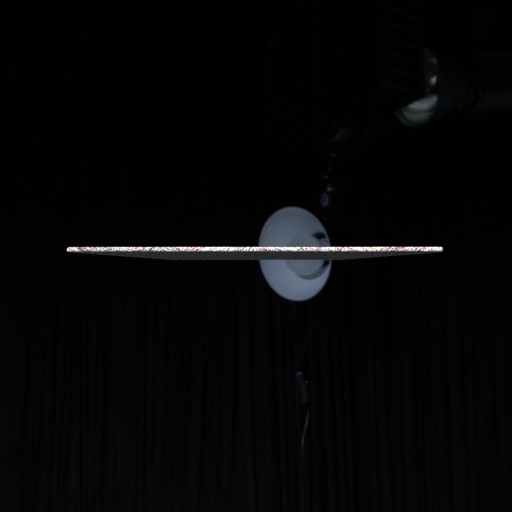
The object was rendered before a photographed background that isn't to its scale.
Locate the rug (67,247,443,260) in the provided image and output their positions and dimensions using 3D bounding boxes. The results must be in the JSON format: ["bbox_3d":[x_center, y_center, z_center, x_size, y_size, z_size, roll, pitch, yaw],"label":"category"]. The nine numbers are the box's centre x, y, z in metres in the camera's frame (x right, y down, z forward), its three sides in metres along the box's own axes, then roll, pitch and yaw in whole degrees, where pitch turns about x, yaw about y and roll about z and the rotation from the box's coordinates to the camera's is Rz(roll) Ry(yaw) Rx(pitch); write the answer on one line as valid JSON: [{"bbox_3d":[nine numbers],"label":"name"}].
[{"bbox_3d":[0.000,0.000,2.198,1.143,0.014,1.761,0,-1,0],"label":"rug"}]
